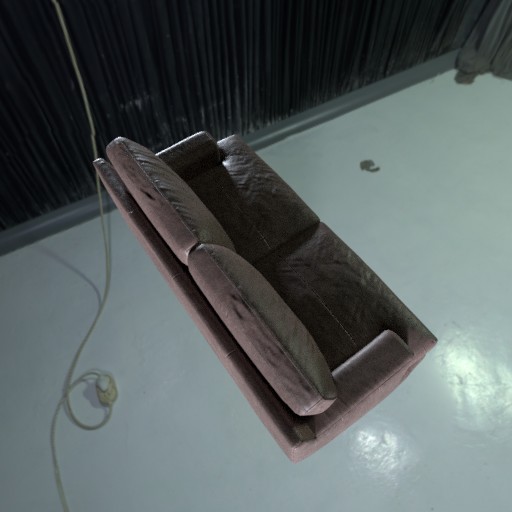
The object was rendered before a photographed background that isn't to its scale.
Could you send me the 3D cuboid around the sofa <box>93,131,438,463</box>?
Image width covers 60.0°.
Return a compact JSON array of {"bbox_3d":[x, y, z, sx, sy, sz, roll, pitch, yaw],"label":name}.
[{"bbox_3d":[0.000,0.000,2.870,1.143,0.941,2.261,-31,62,-18],"label":"sofa"}]
